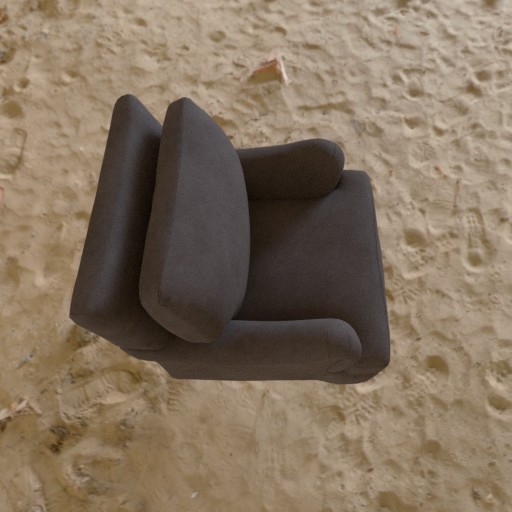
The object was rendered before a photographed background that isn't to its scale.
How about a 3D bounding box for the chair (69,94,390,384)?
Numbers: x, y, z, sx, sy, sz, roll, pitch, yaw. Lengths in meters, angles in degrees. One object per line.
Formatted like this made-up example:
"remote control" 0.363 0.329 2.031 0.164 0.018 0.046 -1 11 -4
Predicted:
"chair" 0.000 0.000 1.843 1.070 0.997 0.955 1 63 1
